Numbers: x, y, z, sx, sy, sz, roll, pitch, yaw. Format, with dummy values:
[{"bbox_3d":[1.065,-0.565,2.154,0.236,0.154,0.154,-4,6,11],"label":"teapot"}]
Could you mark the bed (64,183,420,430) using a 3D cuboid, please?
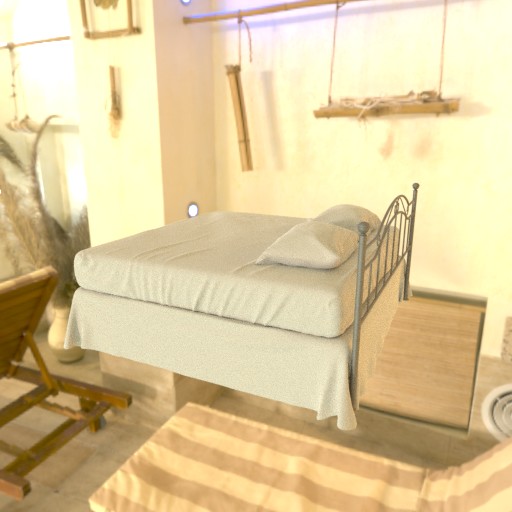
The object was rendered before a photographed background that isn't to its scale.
[{"bbox_3d":[0.000,0.000,3.572,2.220,1.080,2.309,7,17,25],"label":"bed"}]
